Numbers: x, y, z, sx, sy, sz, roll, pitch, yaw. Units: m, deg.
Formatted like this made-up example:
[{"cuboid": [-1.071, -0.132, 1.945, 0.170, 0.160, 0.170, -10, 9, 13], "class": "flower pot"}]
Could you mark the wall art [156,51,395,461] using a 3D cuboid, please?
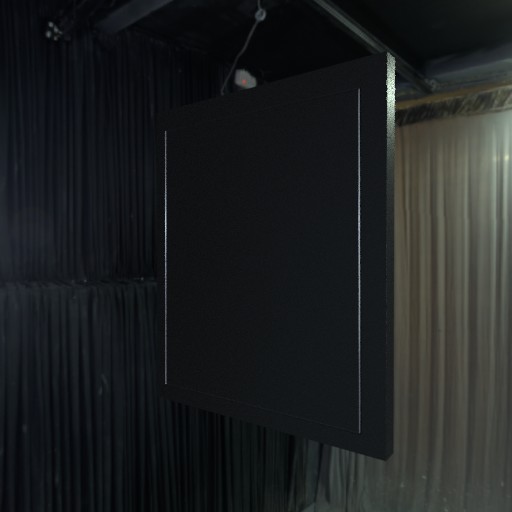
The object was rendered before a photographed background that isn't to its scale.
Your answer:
[{"cuboid": [0.000, 0.000, 0.750, 0.461, 0.558, 0.031, 0, 1, 36], "class": "wall art"}]
